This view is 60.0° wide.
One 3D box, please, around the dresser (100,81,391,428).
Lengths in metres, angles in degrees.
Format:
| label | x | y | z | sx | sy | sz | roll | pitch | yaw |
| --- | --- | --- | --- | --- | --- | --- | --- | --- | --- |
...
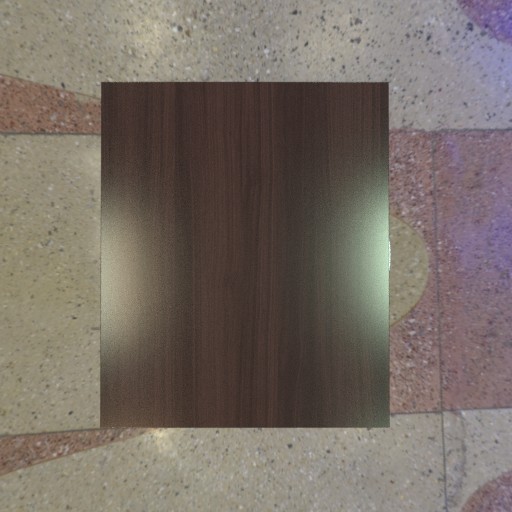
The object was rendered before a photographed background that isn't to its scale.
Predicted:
| label | x | y | z | sx | sy | sz | roll | pitch | yaw |
| --- | --- | --- | --- | --- | --- | --- | --- | --- | --- |
| dresser | 0.000 | 0.000 | 0.747 | 0.360 | 0.470 | 0.400 | 0 | 90 | 0 |
